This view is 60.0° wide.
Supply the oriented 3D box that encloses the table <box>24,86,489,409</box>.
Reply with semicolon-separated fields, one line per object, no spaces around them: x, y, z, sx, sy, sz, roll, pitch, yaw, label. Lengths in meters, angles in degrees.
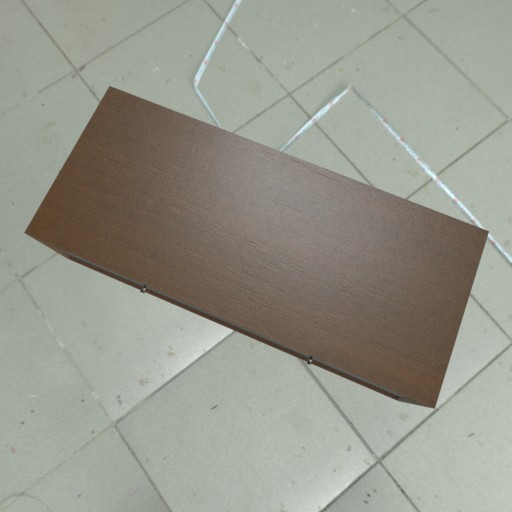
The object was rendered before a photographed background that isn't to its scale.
0.000;0.000;1.384;1.119;0.464;0.490;22;77;6;table
